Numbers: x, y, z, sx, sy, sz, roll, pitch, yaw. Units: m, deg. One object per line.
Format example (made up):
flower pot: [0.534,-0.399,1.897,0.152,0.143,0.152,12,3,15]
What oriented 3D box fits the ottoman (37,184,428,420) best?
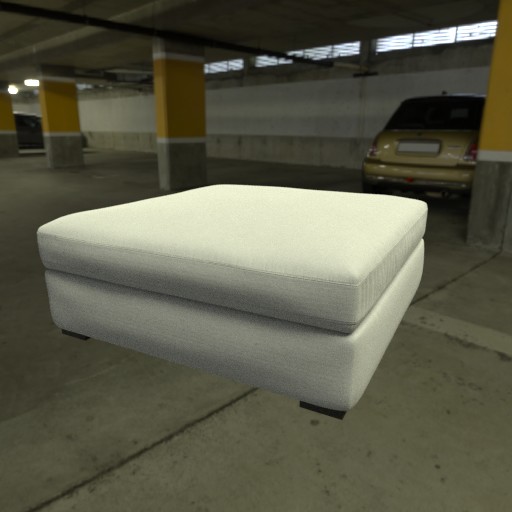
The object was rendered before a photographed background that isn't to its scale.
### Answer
ottoman: [0.000,0.000,1.790,1.167,0.482,1.163,9,19,27]
